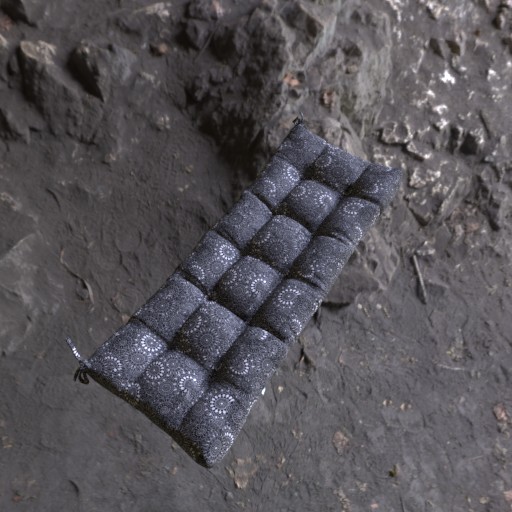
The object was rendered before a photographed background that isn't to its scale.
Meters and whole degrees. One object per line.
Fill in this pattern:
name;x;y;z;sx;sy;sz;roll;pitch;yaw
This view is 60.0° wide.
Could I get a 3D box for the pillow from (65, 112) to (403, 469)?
pillow;0.000;0.000;1.387;0.511;0.174;1.194;30;64;17
